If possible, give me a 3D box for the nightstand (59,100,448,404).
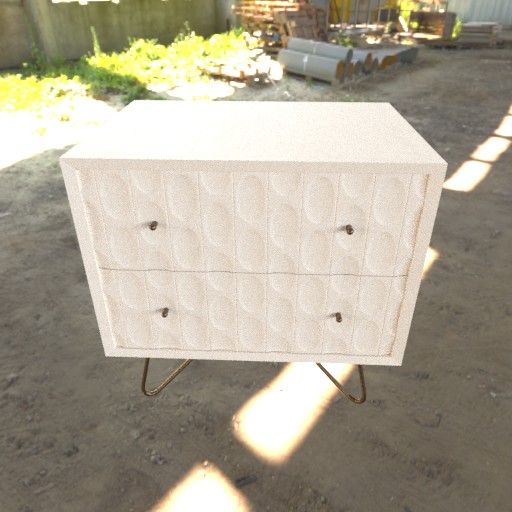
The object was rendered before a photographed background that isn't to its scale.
[{"bbox_3d":[0.000,0.000,1.034,0.614,0.604,0.447,1,31,2],"label":"nightstand"}]
